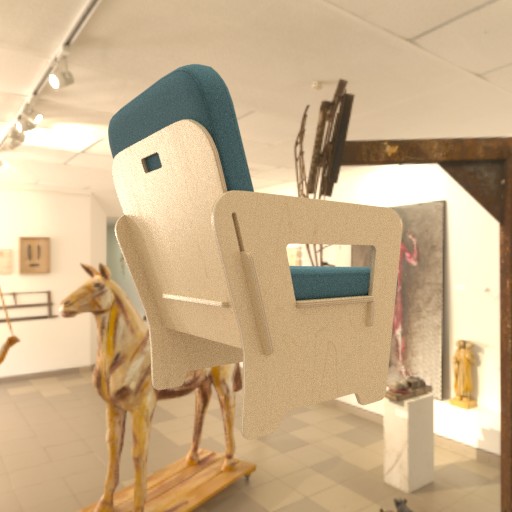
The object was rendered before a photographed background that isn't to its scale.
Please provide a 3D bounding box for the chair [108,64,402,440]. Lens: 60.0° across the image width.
[{"bbox_3d":[0.000,0.000,1.178,0.657,0.747,0.547,0,-1,-37],"label":"chair"}]
